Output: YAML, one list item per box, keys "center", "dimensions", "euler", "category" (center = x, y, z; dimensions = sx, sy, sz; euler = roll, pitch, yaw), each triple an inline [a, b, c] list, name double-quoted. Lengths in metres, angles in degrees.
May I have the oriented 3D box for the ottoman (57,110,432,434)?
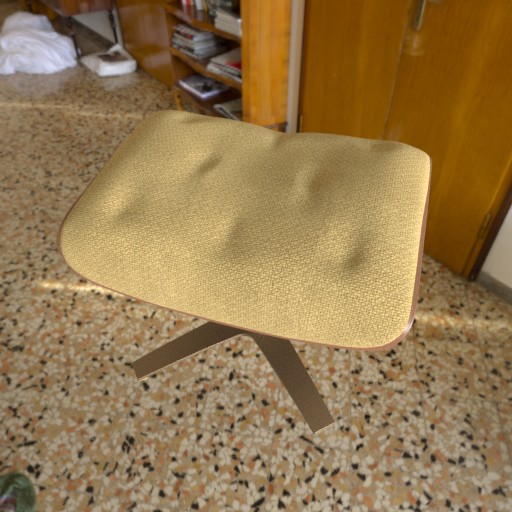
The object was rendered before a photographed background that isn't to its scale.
- center: [0.000, 0.000, 0.802]
  dimensions: [0.520, 0.391, 0.394]
  euler: [12, 43, 13]
  category: "ottoman"
